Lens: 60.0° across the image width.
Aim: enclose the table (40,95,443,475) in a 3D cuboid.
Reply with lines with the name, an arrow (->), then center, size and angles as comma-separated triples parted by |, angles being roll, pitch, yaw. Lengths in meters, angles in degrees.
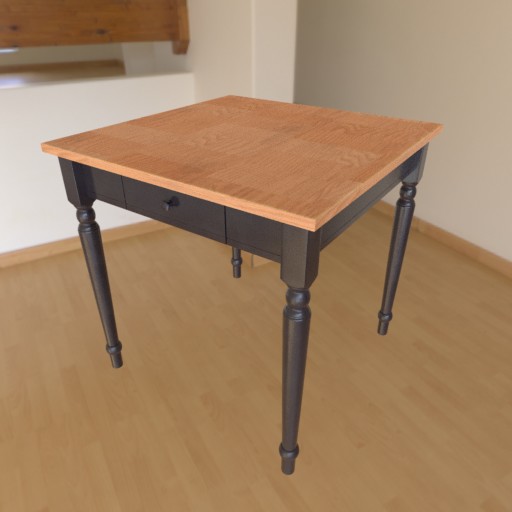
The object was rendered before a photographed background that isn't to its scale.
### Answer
table -> 0.000, 0.000, 1.333 | 0.747, 0.738, 0.747 | 19, 35, 30
